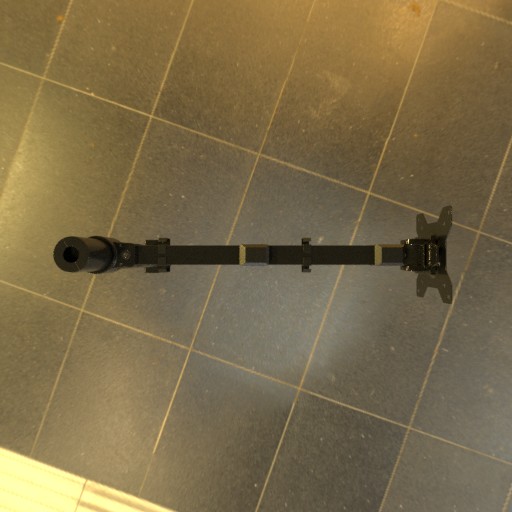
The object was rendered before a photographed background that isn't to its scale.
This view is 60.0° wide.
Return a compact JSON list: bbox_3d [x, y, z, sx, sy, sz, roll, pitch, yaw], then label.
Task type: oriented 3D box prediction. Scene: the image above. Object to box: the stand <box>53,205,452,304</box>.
[{"bbox_3d":[0.000,0.000,0.726,0.456,0.510,0.115,0,90,1],"label":"stand"}]
